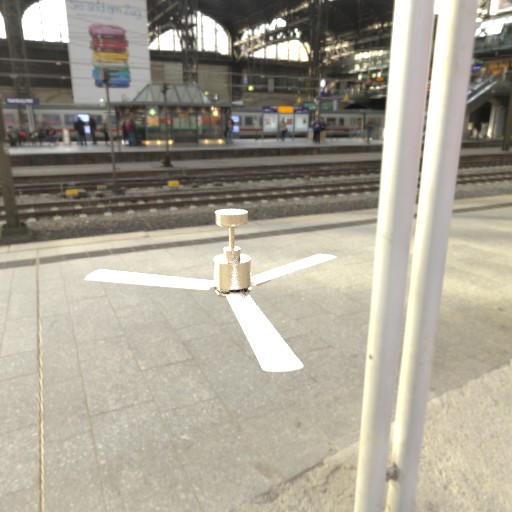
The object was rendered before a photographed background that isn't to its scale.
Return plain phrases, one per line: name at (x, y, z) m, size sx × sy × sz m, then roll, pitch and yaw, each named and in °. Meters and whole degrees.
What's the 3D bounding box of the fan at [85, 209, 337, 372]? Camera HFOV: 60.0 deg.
fan at (0.000, 0.000, 2.326) m, size 1.561 × 0.446 × 1.531 m, roll -9°, pitch 18°, yaw -27°
